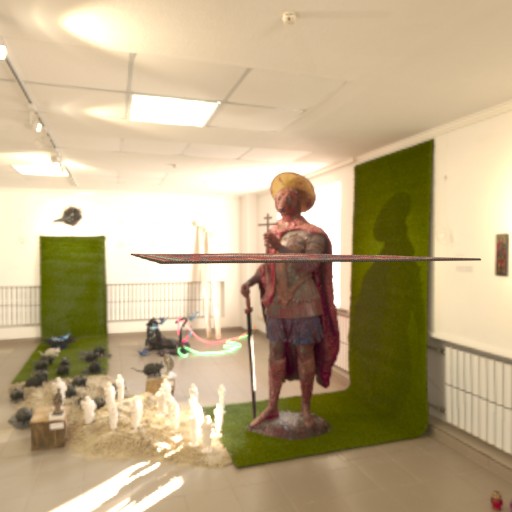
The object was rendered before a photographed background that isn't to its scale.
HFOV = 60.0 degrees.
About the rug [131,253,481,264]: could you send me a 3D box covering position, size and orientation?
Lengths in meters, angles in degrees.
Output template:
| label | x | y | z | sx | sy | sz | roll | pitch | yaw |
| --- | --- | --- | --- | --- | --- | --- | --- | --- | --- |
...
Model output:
| label | x | y | z | sx | sy | sz | roll | pitch | yaw |
| --- | --- | --- | --- | --- | --- | --- | --- | --- | --- |
| rug | 0.000 | 0.000 | 2.354 | 1.207 | 0.012 | 1.820 | 0 | 1 | -18 |
